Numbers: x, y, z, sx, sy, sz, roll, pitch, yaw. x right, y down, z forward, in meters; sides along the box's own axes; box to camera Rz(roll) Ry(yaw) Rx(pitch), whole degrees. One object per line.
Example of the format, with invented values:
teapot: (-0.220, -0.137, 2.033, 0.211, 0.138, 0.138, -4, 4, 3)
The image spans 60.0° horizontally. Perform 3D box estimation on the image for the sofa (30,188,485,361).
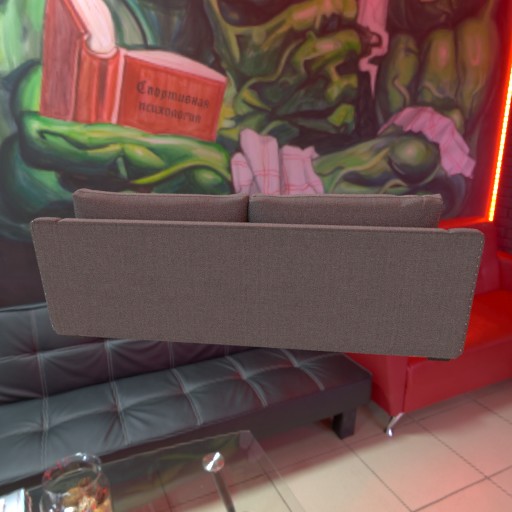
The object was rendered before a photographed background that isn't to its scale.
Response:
sofa: (0.000, 0.000, 2.666, 2.208, 0.857, 1.000, 2, 16, 7)
